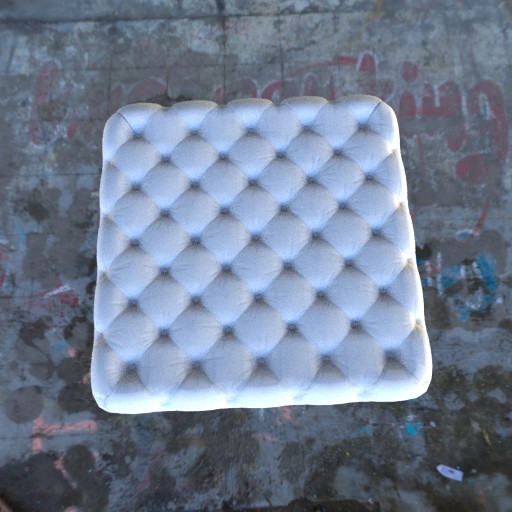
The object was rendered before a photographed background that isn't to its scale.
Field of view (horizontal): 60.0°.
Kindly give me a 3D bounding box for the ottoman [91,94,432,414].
[{"bbox_3d":[0.000,0.000,1.190,0.753,0.376,0.755,-2,75,-1],"label":"ottoman"}]
